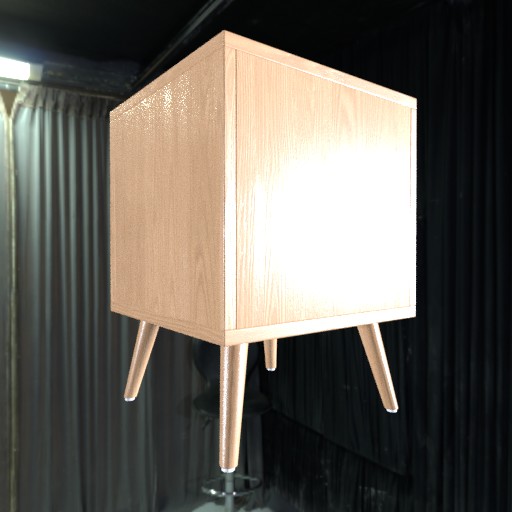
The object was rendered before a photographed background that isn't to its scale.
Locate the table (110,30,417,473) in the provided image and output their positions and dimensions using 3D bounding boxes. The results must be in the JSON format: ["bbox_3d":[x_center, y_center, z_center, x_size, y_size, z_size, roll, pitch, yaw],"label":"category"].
[{"bbox_3d":[0.000,0.000,0.814,0.400,0.550,0.400,-1,1,-37],"label":"table"}]
